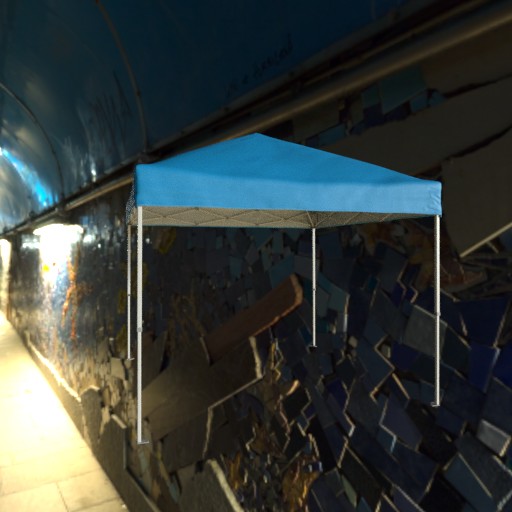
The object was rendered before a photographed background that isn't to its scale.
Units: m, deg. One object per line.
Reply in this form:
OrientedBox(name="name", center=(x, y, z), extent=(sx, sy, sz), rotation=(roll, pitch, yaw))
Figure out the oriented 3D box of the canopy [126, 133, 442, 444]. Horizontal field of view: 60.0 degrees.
OrientedBox(name="canopy", center=(0.000, 0.000, 5.424), extent=(2.996, 2.997, 2.998), rotation=(0, 1, -18))
